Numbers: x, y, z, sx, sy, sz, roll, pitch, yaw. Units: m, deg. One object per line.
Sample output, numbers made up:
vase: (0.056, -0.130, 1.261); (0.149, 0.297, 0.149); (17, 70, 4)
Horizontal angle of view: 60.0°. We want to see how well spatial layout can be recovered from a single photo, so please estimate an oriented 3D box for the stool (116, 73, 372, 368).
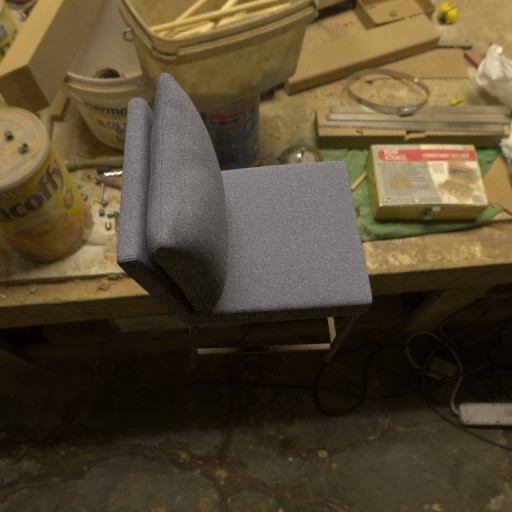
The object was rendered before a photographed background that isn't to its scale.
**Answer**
stool: (0.000, 0.000, 1.339); (0.569, 1.031, 0.463); (-4, 64, -2)
